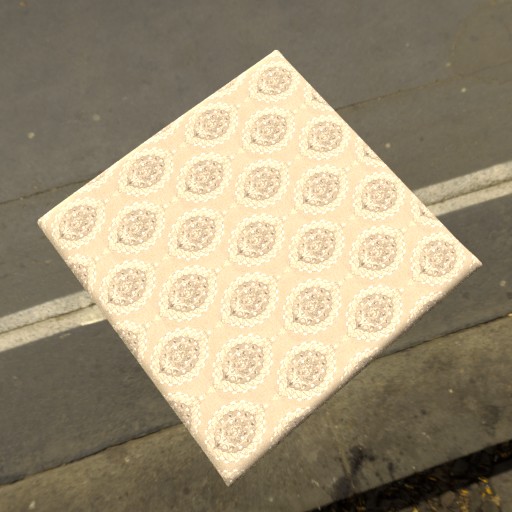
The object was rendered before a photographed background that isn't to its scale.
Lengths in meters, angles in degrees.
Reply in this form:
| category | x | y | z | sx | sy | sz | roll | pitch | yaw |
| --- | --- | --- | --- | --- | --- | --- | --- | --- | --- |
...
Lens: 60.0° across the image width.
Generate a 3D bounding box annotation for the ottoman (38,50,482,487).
| category | x | y | z | sx | sy | sz | roll | pitch | yaw |
| --- | --- | --- | --- | --- | --- | --- | --- | --- | --- |
| ottoman | 0.000 | 0.000 | 1.377 | 0.890 | 0.411 | 0.889 | -38 | 80 | -8 |
